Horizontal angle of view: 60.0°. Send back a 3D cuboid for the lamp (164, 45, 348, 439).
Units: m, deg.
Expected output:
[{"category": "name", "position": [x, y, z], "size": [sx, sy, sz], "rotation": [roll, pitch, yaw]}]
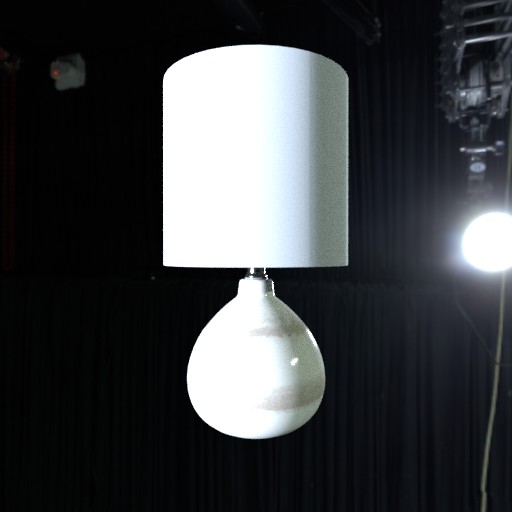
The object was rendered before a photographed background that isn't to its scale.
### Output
[{"category": "lamp", "position": [0.000, 0.000, 0.531], "size": [0.217, 0.404, 0.217], "rotation": [0, 0, 16]}]
